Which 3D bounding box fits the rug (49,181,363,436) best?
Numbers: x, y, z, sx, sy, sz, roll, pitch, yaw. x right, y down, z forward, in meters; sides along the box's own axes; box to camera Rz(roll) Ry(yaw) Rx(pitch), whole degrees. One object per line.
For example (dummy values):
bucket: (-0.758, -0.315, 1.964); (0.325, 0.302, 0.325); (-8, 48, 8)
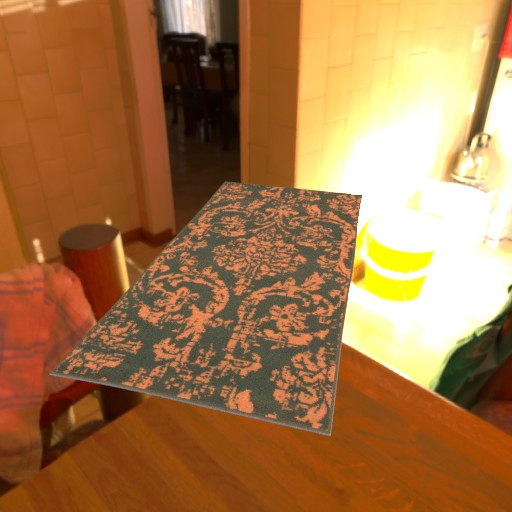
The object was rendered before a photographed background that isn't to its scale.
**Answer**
rug: (0.000, 0.000, 1.395); (0.604, 0.007, 1.219); (7, 31, 13)
